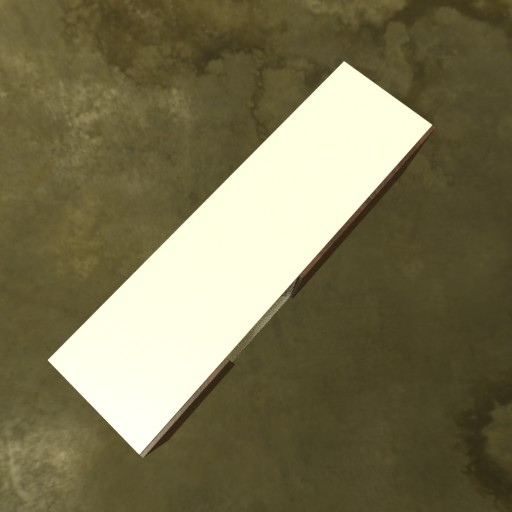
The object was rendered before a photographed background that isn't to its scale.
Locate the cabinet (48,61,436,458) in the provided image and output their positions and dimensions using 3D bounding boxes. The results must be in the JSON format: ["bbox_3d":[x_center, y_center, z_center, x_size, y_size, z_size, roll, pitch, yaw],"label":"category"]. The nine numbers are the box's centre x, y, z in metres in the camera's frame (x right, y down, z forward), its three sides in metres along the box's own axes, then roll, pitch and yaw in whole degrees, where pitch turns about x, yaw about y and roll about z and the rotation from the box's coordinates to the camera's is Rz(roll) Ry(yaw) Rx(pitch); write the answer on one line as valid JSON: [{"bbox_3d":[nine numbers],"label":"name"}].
[{"bbox_3d":[0.000,0.000,1.772,0.431,0.533,1.499,41,78,10],"label":"cabinet"}]
